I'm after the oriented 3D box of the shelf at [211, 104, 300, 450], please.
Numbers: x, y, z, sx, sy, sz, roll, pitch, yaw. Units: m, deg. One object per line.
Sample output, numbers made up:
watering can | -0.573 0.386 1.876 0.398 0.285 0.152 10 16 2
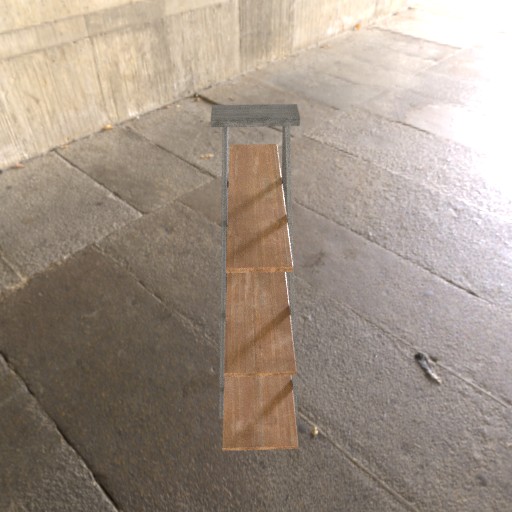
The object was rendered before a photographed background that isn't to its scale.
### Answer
shelf | 0.000 0.000 2.684 0.508 1.808 1.746 -1 42 -1
